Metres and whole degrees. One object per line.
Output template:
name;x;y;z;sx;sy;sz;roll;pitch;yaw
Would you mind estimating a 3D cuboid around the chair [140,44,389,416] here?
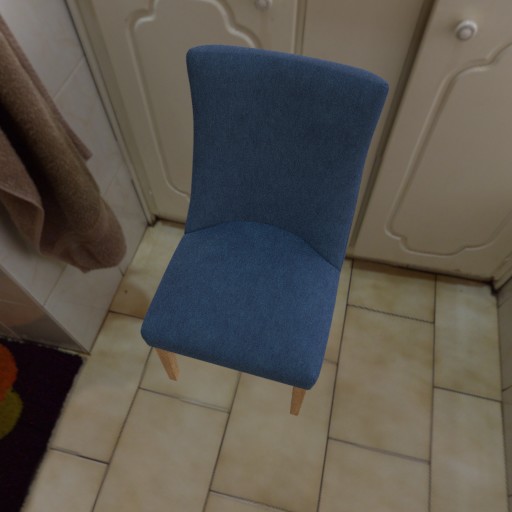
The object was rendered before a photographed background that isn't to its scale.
chair;0.000;0.000;1.259;0.495;0.902;0.609;13;59;8
